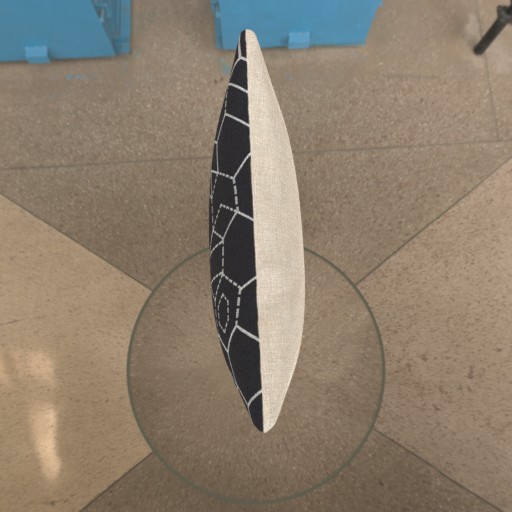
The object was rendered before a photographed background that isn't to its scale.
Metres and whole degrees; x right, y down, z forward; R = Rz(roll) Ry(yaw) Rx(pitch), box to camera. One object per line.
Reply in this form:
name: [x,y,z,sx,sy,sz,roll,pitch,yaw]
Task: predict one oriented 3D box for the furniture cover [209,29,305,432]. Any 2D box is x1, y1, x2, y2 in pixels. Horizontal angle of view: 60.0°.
furniture cover: [0.000,0.000,0.787,0.158,0.508,0.517,-2,77,-1]
